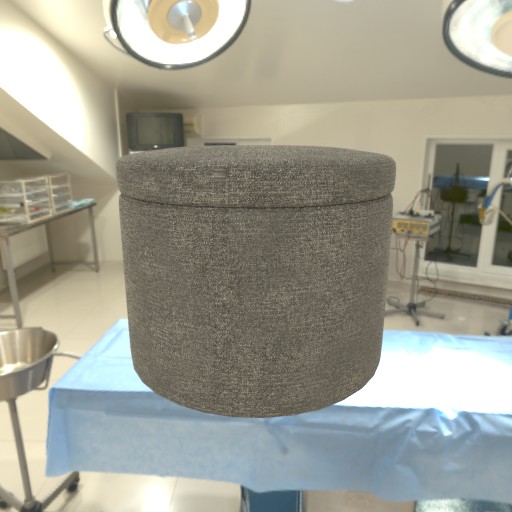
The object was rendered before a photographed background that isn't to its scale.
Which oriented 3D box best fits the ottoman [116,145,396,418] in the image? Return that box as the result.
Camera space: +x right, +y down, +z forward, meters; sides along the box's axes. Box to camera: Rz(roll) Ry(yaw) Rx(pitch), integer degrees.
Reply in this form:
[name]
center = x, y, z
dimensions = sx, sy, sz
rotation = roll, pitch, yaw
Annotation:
[ottoman]
center = 0.000, 0.000, 0.870
dimensions = 0.500, 0.419, 0.500
rotation = 0, 15, 0
